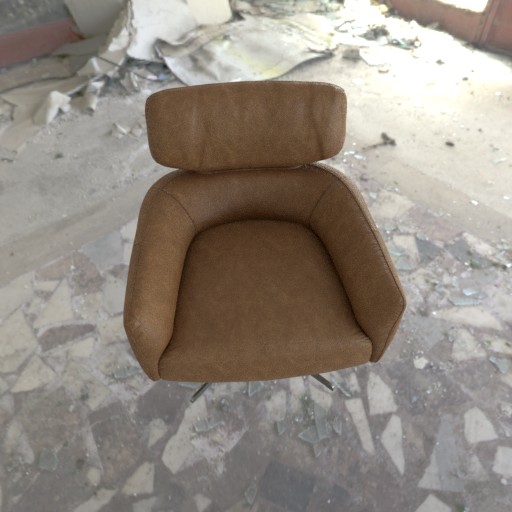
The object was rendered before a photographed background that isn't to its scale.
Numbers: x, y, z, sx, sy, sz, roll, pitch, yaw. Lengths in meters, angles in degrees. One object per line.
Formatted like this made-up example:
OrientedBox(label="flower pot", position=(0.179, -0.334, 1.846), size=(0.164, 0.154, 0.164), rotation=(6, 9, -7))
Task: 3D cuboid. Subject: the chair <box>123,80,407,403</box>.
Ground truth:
OrientedBox(label="chair", position=(0.000, 0.000, 1.362), size=(0.706, 0.812, 0.715), rotation=(-4, 47, -4))
